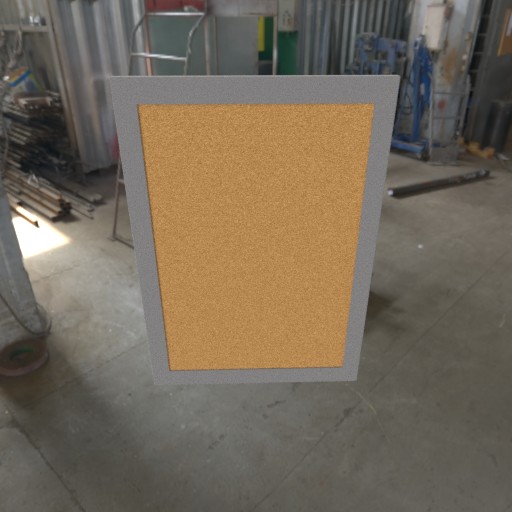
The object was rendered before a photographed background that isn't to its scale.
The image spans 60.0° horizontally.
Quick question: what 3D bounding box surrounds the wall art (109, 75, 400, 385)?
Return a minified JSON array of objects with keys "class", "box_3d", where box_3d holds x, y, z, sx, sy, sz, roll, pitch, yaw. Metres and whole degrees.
[{"class":"wall art","box_3d":[0.000,0.000,0.698,0.374,0.529,0.012,-1,28,-2]}]
